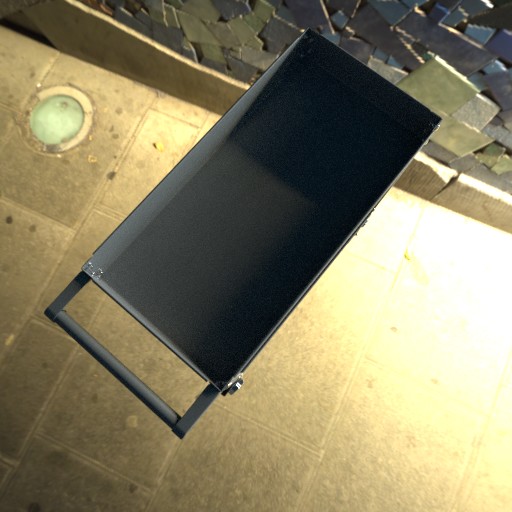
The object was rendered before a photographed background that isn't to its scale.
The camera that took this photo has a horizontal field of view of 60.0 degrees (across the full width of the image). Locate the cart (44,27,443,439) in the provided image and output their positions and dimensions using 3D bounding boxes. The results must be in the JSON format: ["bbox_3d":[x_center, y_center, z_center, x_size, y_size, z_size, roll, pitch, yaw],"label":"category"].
[{"bbox_3d":[0.000,0.000,1.169,0.366,0.719,0.779,39,79,9],"label":"cart"}]
